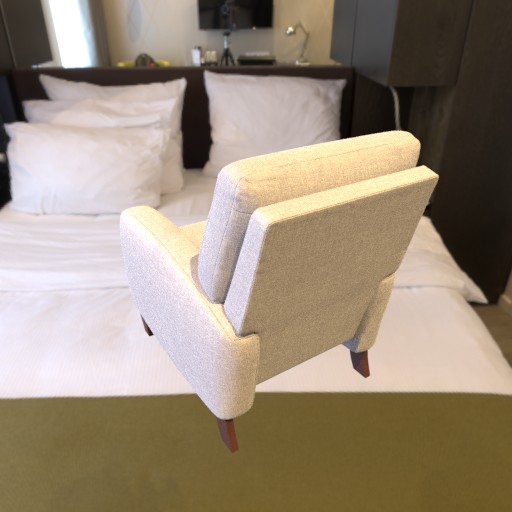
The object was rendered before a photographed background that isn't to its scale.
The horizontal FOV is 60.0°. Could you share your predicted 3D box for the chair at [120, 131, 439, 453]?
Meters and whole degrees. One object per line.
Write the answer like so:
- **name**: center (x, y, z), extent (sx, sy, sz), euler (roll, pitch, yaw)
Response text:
- **chair**: center (0.000, 0.000, 1.657), extent (0.762, 0.990, 0.990), euler (-18, 33, -29)
